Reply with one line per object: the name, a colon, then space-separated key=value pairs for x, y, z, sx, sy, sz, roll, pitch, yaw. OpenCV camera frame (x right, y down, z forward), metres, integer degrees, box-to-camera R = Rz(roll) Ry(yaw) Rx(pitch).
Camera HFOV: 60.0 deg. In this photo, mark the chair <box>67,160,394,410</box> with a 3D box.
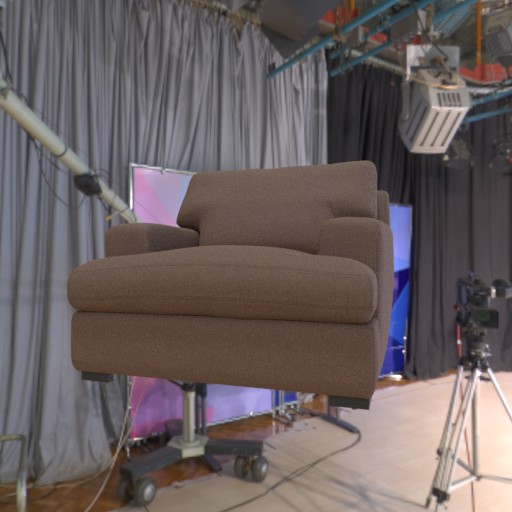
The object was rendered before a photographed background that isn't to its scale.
chair: x=0.000 y=0.000 z=1.974 sx=1.168 sy=0.940 sz=1.143 roll=0 pitch=0 yaw=18
